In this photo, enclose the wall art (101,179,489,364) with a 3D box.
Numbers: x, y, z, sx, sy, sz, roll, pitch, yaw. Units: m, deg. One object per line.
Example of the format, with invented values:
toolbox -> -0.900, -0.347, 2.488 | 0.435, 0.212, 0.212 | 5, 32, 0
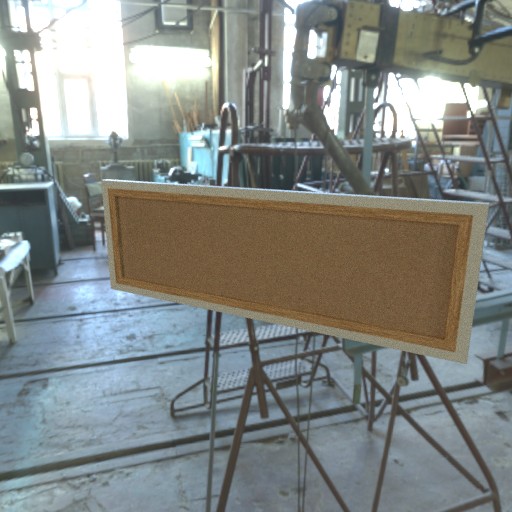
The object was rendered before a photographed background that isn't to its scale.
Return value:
wall art -> 0.000, 0.000, 1.687 | 1.520, 0.507, 0.039 | 8, 17, 27
